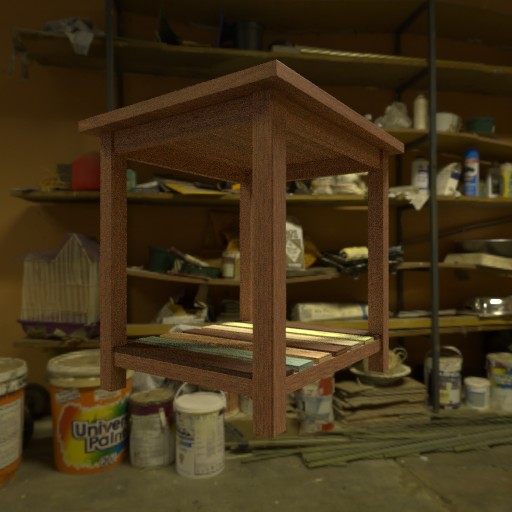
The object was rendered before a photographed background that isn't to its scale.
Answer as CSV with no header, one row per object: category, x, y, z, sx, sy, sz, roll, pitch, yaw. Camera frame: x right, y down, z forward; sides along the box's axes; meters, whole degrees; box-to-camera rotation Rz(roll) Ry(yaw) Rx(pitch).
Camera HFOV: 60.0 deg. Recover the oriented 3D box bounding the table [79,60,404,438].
table,0.000,0.000,1.151,0.559,0.635,0.660,0,0,36
